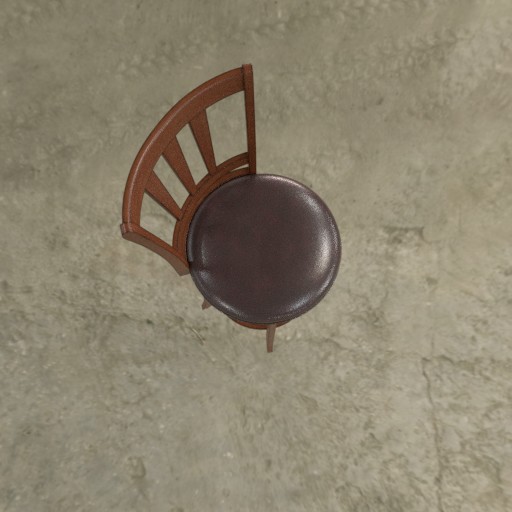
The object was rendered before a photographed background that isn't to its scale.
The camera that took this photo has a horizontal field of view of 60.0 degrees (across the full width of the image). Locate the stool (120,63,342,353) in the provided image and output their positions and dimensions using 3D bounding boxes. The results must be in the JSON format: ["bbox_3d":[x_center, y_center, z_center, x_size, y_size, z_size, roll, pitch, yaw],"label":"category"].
[{"bbox_3d":[0.000,0.000,1.448,0.503,1.177,0.464,32,78,8],"label":"stool"}]
